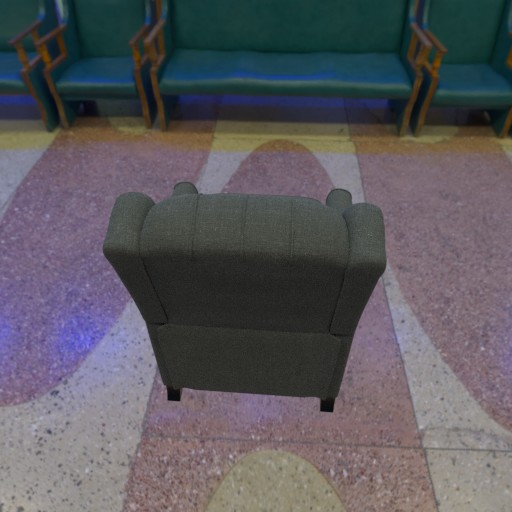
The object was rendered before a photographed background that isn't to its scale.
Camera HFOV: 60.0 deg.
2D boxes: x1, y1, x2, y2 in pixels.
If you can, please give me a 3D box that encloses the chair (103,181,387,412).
[{"bbox_3d":[0.000,0.000,1.647,0.742,1.035,0.898,3,45,3],"label":"chair"}]
